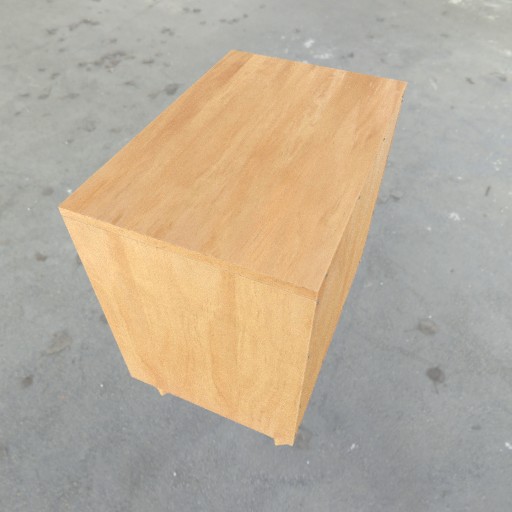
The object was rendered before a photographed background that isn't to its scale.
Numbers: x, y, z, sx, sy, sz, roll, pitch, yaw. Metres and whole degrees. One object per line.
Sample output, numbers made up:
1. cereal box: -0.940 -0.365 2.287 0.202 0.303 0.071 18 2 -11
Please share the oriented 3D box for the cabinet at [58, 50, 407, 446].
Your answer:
1. cabinet: 0.000 0.000 0.948 0.394 0.599 0.551 18 50 16
